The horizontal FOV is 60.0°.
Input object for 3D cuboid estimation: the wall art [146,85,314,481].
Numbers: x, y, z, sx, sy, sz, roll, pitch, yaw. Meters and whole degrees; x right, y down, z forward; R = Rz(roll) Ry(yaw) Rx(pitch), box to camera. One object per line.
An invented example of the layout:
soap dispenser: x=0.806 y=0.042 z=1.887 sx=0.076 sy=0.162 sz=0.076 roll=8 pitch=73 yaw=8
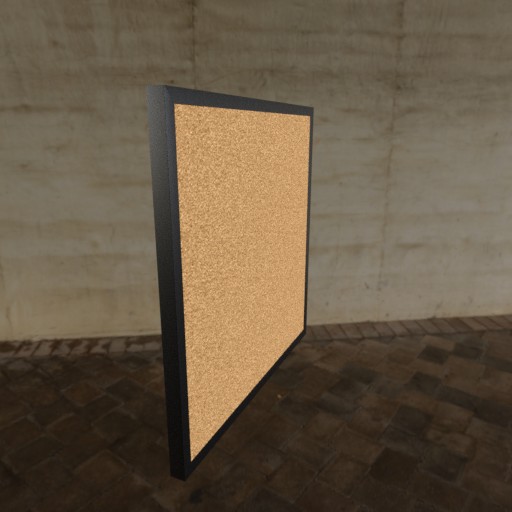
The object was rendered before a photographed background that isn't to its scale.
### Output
wall art: x=0.000 y=0.000 z=1.134 sx=0.036 sy=0.755 sz=0.756 roll=7 pitch=17 yaw=24
